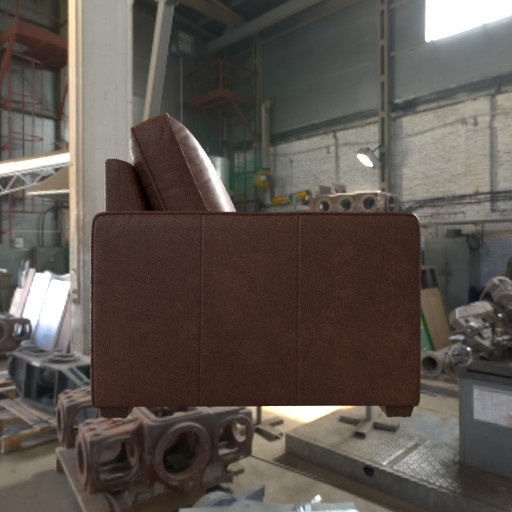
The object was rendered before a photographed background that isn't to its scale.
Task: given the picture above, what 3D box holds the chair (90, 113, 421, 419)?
[{"bbox_3d":[0.000,0.000,1.721,0.940,0.919,1.017,0,1,-1],"label":"chair"}]
